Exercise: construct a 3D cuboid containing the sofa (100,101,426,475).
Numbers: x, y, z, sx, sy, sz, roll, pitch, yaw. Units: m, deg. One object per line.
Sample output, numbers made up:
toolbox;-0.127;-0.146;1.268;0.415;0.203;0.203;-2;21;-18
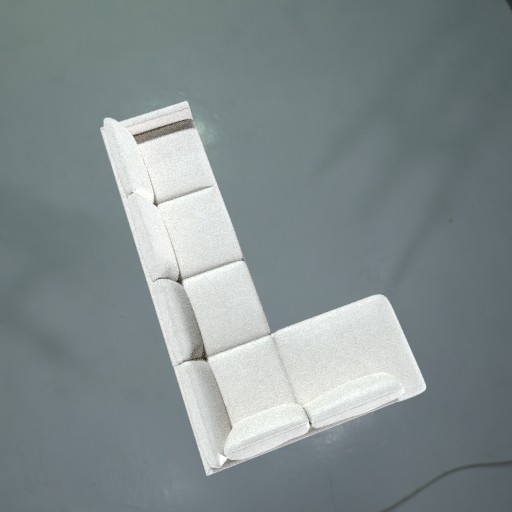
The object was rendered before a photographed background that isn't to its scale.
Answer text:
sofa;0.000;0.000;4.278;2.048;0.996;3.384;-19;77;-5
